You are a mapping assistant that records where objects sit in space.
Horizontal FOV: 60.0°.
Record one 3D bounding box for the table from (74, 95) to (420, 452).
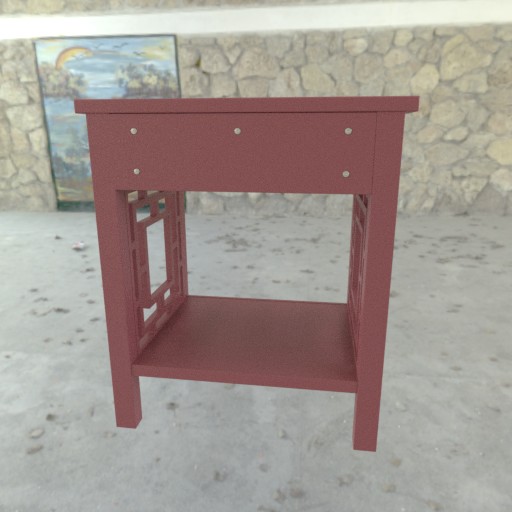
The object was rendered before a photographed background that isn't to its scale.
[{"bbox_3d":[0.000,0.000,1.063,0.599,0.686,0.451,2,16,8],"label":"table"}]
